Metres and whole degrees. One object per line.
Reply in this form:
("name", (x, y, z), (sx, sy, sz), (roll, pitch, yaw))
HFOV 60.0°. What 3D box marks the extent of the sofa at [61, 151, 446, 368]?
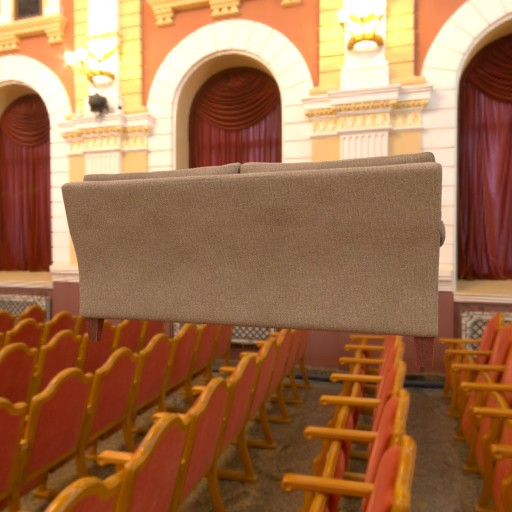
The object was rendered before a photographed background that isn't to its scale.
("sofa", (0.000, 0.000, 2.840), (2.193, 1.096, 1.069), (0, 1, 18))
